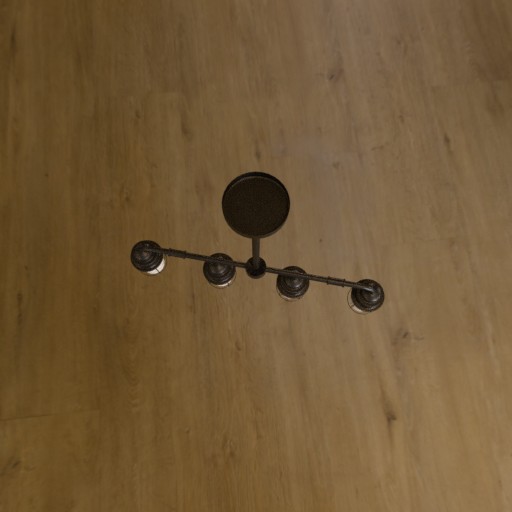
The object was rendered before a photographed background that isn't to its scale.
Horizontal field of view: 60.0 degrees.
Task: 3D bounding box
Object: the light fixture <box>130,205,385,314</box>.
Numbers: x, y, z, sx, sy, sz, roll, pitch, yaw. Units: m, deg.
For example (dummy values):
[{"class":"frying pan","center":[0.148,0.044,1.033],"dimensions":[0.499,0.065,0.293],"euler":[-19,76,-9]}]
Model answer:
[{"class":"light fixture","center":[0.000,0.000,1.226],"dimensions":[0.852,0.785,0.131],"euler":[10,75,3]}]
